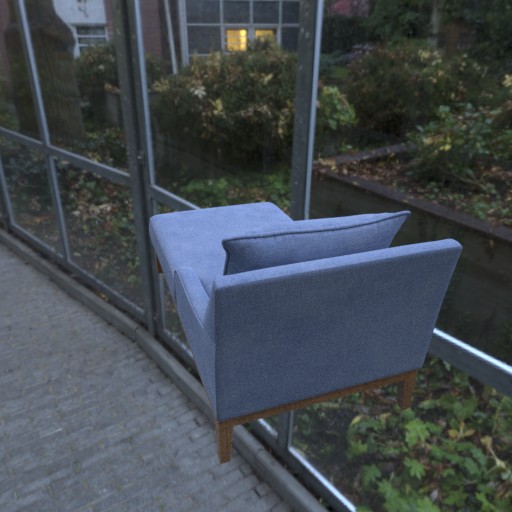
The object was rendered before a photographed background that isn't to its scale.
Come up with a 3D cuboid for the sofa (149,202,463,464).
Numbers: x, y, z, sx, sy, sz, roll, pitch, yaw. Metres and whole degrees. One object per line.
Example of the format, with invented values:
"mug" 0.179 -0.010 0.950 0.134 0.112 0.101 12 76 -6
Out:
"sofa" 0.000 0.000 2.297 0.904 0.883 1.779 -9 27 -18
